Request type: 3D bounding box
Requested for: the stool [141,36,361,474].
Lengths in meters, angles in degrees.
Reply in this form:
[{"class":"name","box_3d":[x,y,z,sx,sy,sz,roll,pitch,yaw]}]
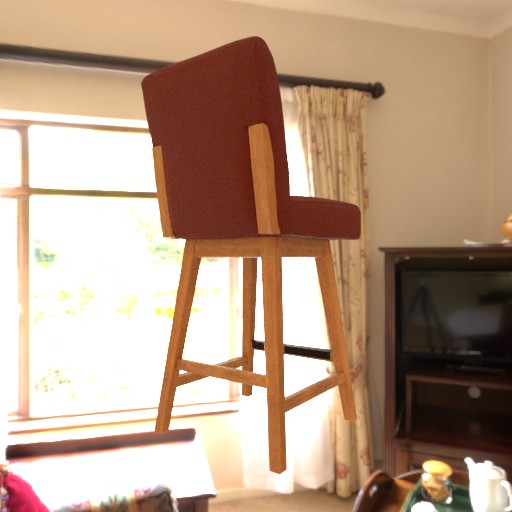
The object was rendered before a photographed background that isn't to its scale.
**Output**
[{"class":"stool","box_3d":[0.000,0.000,1.348,0.468,1.038,0.562,0,0,36]}]
